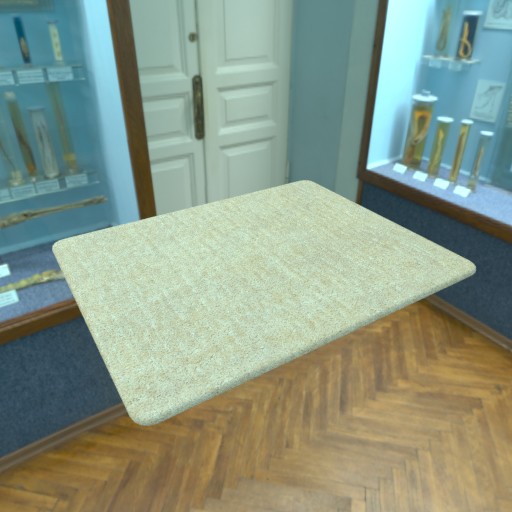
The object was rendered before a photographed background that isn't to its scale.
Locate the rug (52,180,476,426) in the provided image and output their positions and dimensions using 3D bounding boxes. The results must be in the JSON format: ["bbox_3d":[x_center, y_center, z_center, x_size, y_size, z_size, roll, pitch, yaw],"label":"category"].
[{"bbox_3d":[0.000,0.000,3.297,2.528,0.048,2.009,-18,35,-27],"label":"rug"}]
